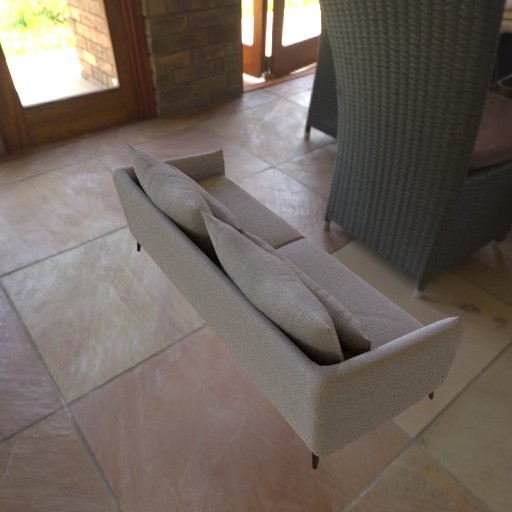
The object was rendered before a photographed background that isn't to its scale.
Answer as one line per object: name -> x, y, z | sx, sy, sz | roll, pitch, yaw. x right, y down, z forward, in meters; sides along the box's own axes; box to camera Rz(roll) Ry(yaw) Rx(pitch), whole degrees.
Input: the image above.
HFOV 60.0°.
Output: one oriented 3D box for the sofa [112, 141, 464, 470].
sofa -> 0.000, 0.000, 2.374 | 0.809, 0.833, 2.022 | -25, 46, -27
